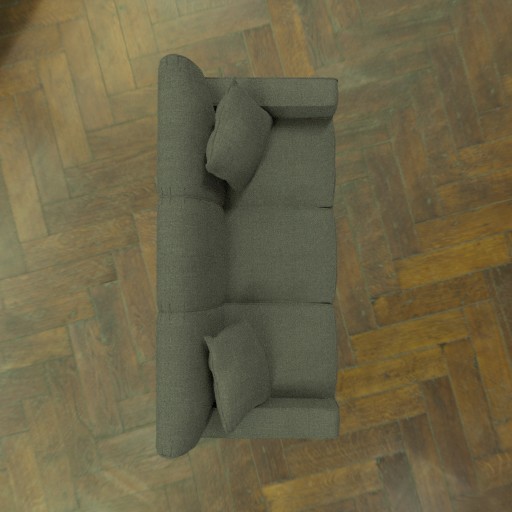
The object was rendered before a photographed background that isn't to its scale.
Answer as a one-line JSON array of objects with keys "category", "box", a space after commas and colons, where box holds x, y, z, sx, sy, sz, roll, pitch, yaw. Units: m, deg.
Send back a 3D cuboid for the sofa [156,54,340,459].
[{"category": "sofa", "box": [0.000, 0.000, 2.617, 0.997, 0.958, 2.024, 0, 89, 0]}]
